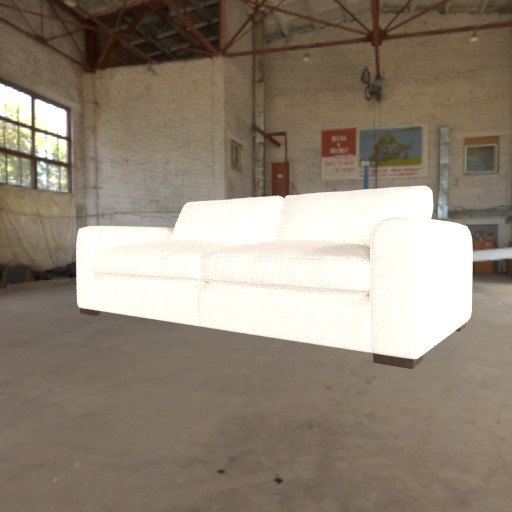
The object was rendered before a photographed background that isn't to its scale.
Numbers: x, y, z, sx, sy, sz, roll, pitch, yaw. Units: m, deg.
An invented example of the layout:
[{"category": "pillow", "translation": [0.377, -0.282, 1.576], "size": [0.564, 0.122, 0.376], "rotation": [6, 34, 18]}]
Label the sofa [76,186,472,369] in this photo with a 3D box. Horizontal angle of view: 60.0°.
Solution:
[{"category": "sofa", "translation": [0.000, 0.000, 2.725], "size": [2.262, 0.801, 1.070], "rotation": [2, 3, 36]}]
